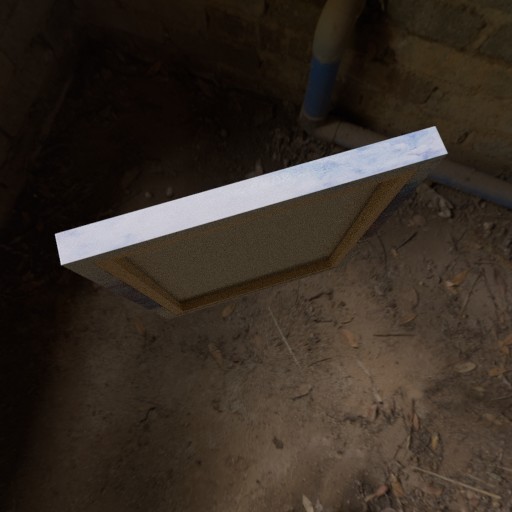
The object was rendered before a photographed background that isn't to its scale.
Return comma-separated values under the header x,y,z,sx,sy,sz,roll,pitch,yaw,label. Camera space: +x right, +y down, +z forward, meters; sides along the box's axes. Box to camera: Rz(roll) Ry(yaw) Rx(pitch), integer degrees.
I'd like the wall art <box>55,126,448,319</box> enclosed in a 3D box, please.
x,y,z,sx,sy,sz,roll,pitch,yaw,label
0.000,0.000,0.765,0.437,0.581,0.036,-17,77,-4,wall art
